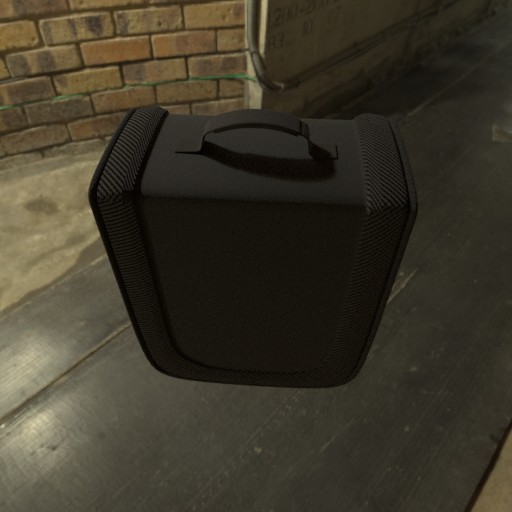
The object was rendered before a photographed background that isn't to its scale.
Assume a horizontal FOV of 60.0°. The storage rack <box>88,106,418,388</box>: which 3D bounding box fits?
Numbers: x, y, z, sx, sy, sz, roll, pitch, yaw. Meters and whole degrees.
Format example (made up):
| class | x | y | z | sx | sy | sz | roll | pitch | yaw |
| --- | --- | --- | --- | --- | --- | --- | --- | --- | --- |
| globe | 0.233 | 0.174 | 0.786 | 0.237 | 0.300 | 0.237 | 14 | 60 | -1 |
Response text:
| class | x | y | z | sx | sy | sz | roll | pitch | yaw |
| --- | --- | --- | --- | --- | --- | --- | --- | --- | --- |
| storage rack | 0.000 | 0.000 | 0.557 | 0.297 | 0.387 | 0.168 | 3 | 46 | 3 |
